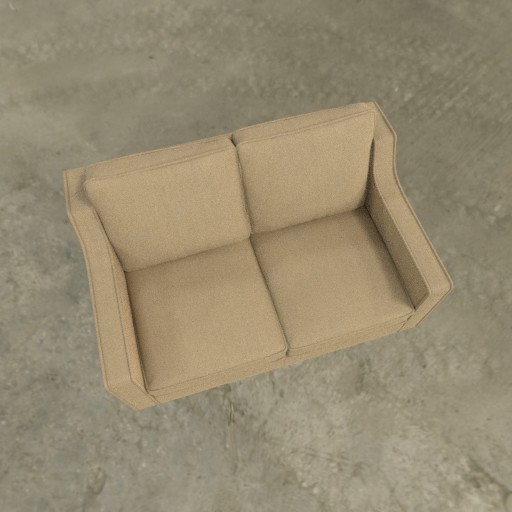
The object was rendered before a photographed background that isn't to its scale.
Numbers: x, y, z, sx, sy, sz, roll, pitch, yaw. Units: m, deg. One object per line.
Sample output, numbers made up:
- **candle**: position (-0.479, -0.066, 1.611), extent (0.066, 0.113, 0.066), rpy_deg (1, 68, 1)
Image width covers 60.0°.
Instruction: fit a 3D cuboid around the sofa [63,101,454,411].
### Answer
- **sofa**: position (0.000, 0.000, 2.145), extent (1.501, 0.971, 0.987), rpy_deg (-15, 64, -8)
